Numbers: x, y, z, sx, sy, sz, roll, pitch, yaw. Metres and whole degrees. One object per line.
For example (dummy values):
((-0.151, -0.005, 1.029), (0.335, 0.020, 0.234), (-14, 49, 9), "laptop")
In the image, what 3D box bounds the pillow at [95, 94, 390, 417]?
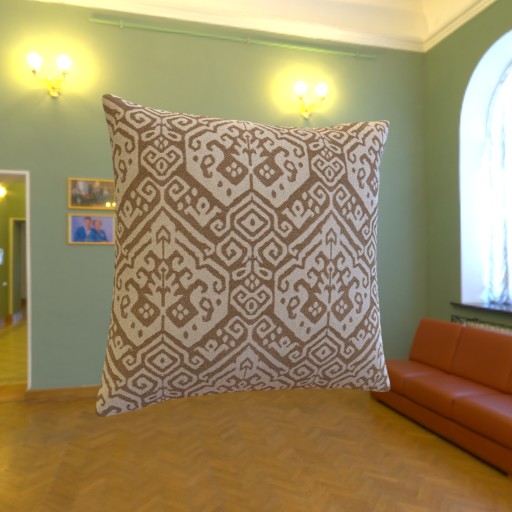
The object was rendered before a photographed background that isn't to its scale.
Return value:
((0.000, 0.000, 0.612), (0.419, 0.407, 0.173), (0, 0, -16), "pillow")
